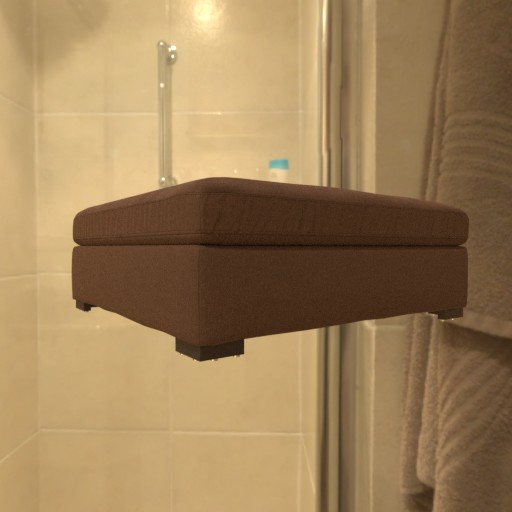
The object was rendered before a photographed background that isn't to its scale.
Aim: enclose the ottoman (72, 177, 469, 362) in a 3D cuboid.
[{"bbox_3d":[0.000,0.000,1.803,1.181,0.470,1.181,-1,1,-36],"label":"ottoman"}]
